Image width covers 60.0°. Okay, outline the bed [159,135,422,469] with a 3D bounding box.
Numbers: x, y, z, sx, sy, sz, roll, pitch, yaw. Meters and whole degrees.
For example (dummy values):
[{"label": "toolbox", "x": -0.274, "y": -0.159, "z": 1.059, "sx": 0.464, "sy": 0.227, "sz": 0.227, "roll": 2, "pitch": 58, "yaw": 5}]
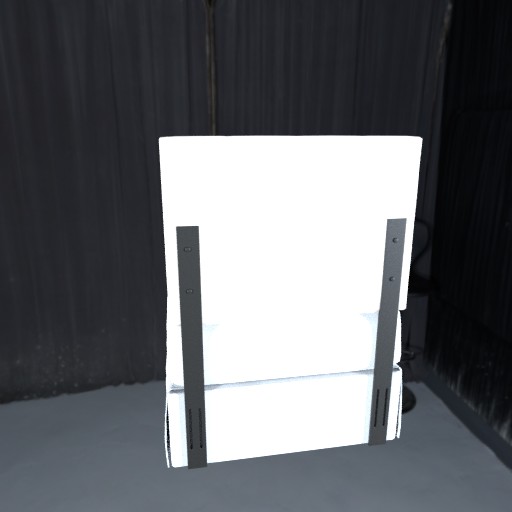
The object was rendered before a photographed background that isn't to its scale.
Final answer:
[{"label": "bed", "x": 0.000, "y": 0.000, "z": 2.974, "sx": 1.261, "sy": 1.571, "sz": 1.997, "roll": -3, "pitch": 16, "yaw": -10}]
